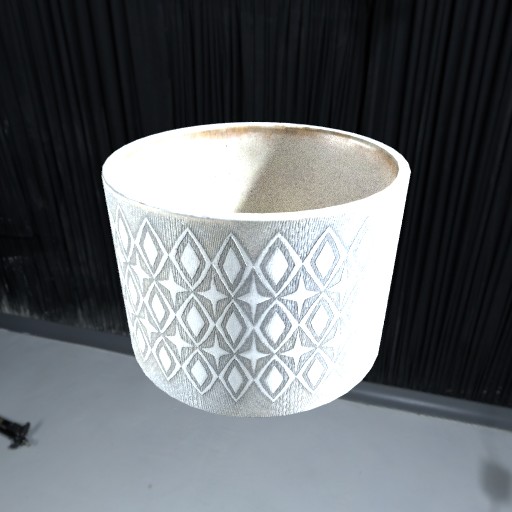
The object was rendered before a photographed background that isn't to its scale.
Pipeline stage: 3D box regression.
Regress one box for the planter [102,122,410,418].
[{"bbox_3d":[0.000,0.000,0.314,0.186,0.144,0.186,0,30,0],"label":"planter"}]
